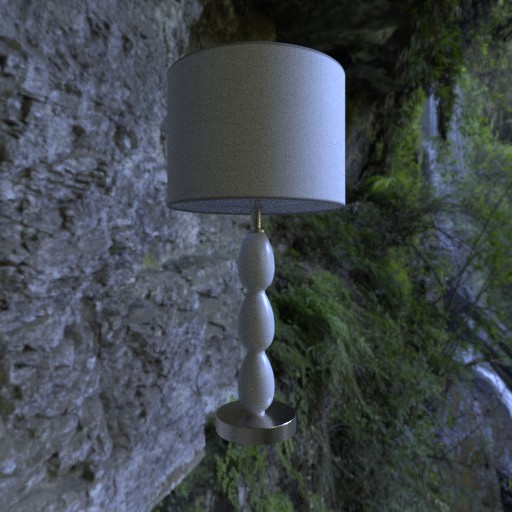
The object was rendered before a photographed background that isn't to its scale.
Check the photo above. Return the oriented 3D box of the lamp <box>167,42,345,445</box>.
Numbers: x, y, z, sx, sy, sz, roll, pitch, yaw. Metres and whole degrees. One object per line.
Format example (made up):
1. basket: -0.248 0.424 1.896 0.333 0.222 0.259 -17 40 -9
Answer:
1. lamp: 0.000 0.000 0.716 0.282 0.559 0.280 0 1 17
